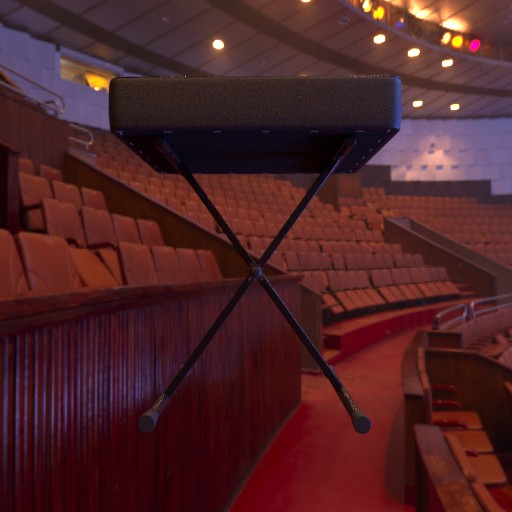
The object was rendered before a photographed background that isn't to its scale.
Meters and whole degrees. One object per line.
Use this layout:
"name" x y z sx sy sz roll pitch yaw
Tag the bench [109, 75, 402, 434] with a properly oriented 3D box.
"bench" 0.000 0.000 0.777 0.424 0.500 0.321 0 -1 1
